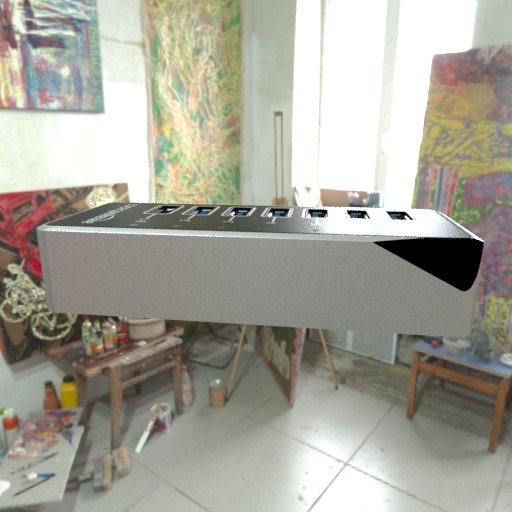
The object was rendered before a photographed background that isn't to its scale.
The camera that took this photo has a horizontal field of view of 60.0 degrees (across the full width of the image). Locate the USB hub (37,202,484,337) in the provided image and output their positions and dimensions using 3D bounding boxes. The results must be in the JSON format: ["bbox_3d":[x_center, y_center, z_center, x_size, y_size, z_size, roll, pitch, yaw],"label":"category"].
[{"bbox_3d":[0.000,0.000,0.128,0.110,0.023,0.044,2,16,8],"label":"USB hub"}]
